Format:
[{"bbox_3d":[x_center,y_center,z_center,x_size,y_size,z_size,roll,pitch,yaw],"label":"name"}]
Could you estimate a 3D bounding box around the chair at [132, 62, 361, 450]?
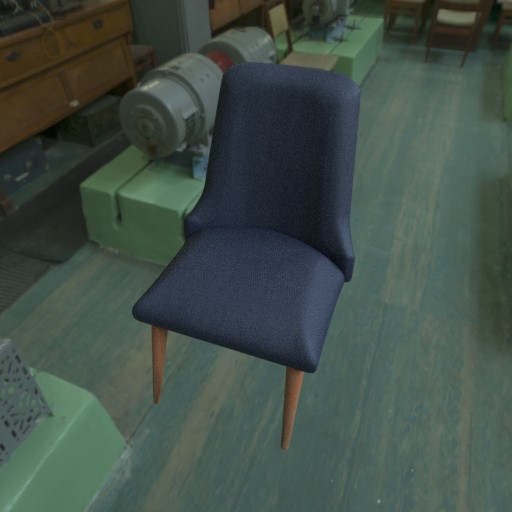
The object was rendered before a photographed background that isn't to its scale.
[{"bbox_3d":[0.000,0.000,1.184,0.504,0.820,0.567,14,43,15],"label":"chair"}]
